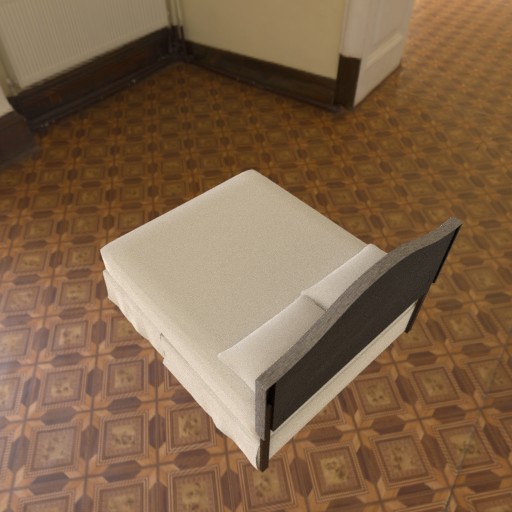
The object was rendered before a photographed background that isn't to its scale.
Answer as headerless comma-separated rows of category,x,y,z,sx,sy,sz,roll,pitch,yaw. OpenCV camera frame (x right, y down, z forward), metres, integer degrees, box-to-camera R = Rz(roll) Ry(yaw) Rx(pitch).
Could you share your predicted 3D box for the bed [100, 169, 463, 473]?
bed,0.000,0.000,3.035,1.610,1.295,1.870,-33,55,-27
